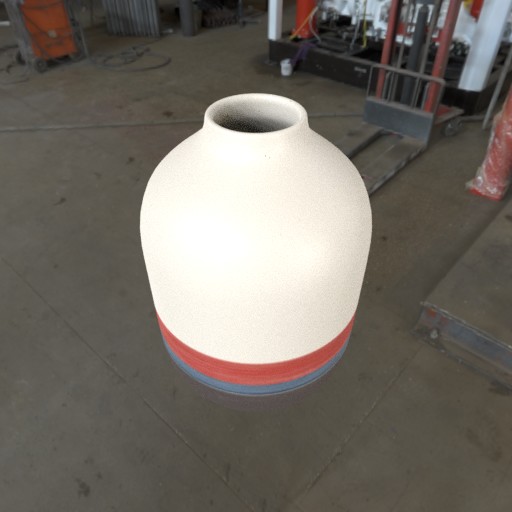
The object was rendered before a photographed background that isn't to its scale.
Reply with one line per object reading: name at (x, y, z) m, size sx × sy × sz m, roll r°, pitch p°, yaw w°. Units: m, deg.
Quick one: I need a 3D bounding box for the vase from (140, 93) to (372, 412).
vase at (0.000, 0.000, 0.353) m, size 0.169 × 0.237 × 0.169 m, roll 0°, pitch 41°, yaw 0°
